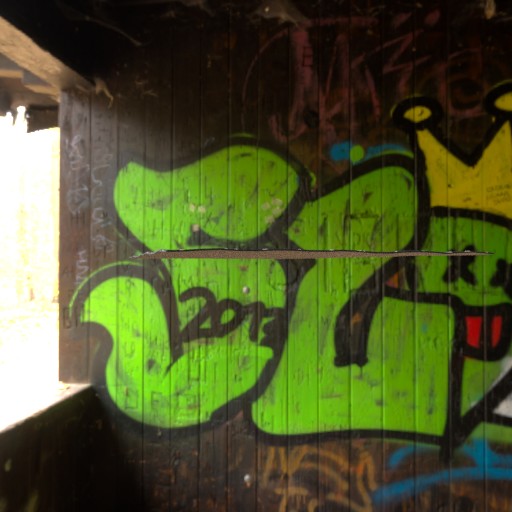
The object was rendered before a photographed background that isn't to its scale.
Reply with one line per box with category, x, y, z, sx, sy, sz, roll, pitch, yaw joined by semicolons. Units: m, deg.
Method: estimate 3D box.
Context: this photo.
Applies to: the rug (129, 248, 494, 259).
rug;0.000;0.000;2.990;1.529;0.017;2.448;0;-1;-19
